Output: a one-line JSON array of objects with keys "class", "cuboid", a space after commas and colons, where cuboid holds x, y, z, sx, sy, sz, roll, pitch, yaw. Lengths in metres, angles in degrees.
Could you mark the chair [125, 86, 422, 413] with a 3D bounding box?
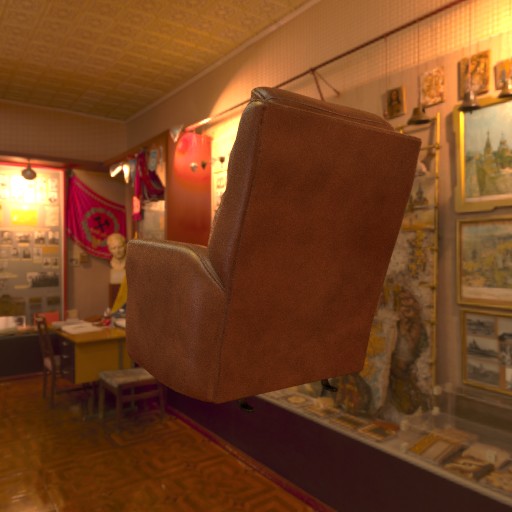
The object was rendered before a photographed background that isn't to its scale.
[{"class": "chair", "cuboid": [0.000, 0.000, 1.769, 0.821, 1.016, 1.072, 0, 1, -35]}]
